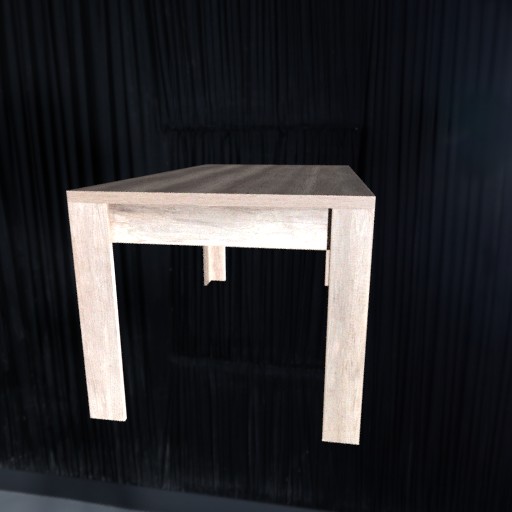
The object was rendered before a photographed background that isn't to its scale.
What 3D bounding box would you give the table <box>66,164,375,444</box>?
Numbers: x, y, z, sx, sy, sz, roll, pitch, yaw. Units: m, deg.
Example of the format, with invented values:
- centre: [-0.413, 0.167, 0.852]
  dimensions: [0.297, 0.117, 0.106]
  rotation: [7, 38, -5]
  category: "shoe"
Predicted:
- centre: [0.000, 0.000, 2.122]
  dimensions: [0.900, 0.775, 1.600]
  rotation: [2, 15, 9]
  category: "table"
